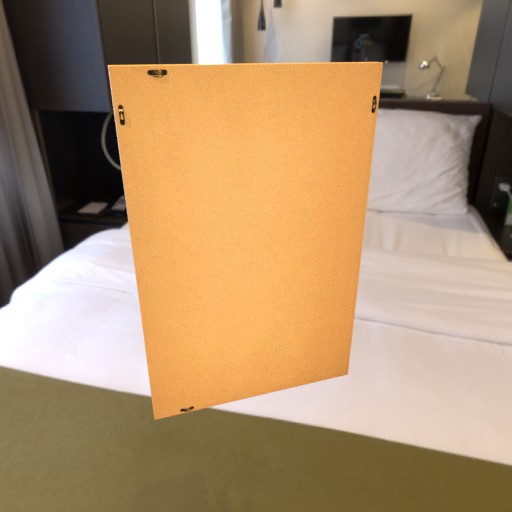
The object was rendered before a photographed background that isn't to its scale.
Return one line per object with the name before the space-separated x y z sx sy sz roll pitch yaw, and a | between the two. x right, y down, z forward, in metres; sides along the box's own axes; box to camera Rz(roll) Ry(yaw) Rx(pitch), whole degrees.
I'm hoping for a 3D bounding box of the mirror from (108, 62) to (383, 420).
mirror | 0.000 0.000 1.149 0.609 0.915 0.041 -8 27 -16
